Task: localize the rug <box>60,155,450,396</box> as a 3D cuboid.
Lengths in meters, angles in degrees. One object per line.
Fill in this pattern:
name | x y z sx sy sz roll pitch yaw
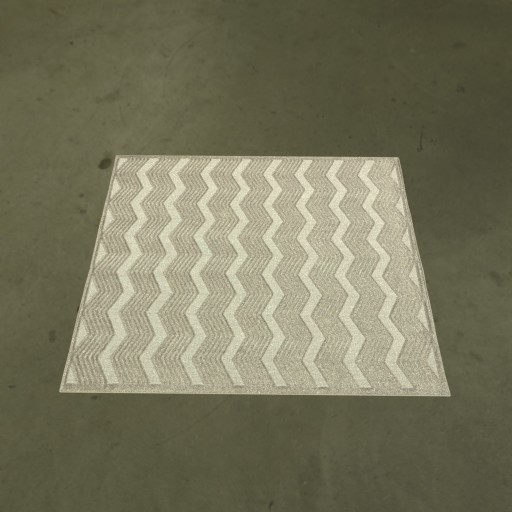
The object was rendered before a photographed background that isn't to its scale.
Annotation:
rug | 0.000 0.000 3.888 2.880 0.005 2.391 0 58 0
